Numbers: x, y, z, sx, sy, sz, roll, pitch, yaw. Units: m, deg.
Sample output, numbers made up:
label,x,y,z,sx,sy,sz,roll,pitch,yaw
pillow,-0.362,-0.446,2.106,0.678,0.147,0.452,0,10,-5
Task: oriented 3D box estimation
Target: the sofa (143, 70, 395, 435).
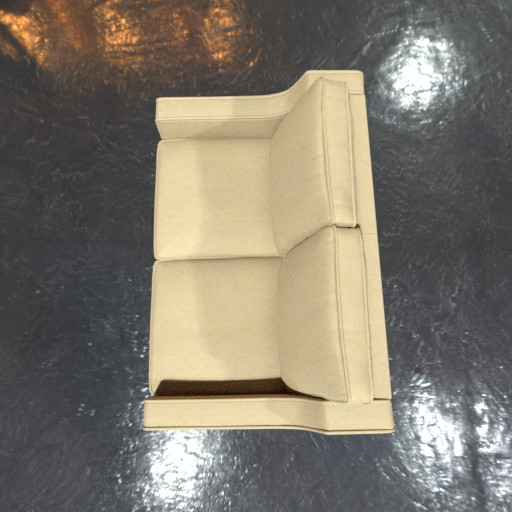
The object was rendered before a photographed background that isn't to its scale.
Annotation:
label,x,y,z,sx,sy,sz,roll,pitch,yaw
sofa,0.000,0.000,2.101,0.987,0.971,1.501,-1,76,0
